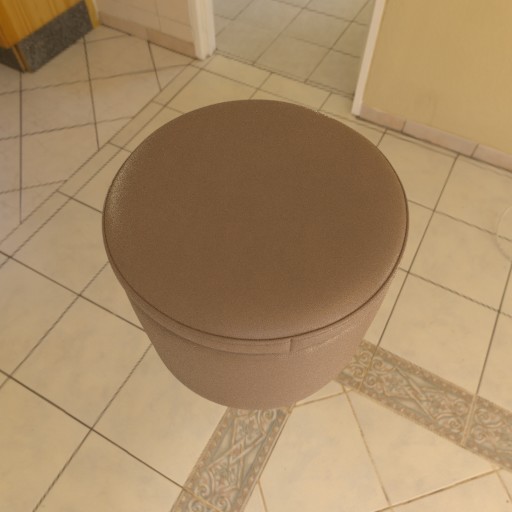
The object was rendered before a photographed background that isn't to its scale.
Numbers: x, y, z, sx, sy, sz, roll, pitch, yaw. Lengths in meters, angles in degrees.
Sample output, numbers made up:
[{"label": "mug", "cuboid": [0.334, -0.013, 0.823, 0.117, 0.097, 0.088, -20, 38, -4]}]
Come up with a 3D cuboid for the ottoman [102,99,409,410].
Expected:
[{"label": "ottoman", "cuboid": [0.000, 0.000, 0.865, 0.500, 0.409, 0.500, 0, 57, 0]}]
